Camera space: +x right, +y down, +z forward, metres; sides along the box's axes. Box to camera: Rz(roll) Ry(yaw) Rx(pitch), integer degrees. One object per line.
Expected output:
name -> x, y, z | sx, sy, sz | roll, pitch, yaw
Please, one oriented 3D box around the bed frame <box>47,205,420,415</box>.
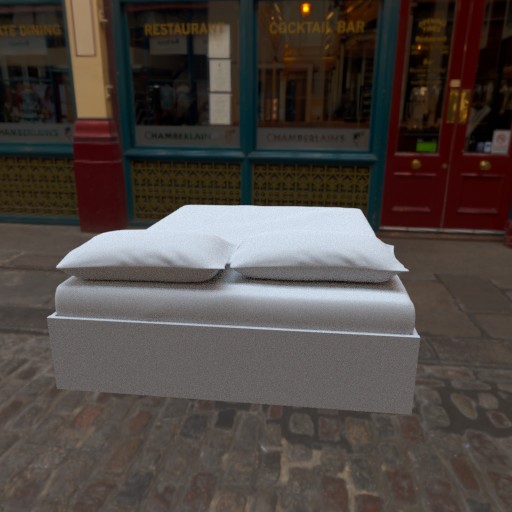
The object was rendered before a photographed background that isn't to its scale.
bed frame -> 0.000, 0.000, 2.590 | 1.450, 0.629, 1.950 | 2, 16, 7
